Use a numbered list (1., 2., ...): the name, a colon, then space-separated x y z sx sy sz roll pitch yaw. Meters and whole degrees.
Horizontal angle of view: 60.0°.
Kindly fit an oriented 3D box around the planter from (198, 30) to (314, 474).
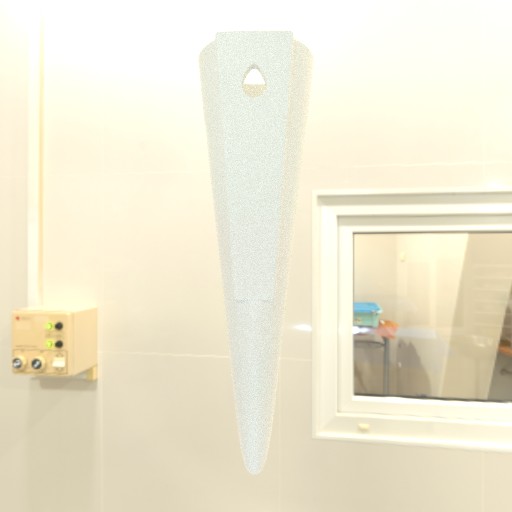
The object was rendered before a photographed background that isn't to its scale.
1. planter: 0.000 0.000 0.221 0.057 0.193 0.064 0 0 1
